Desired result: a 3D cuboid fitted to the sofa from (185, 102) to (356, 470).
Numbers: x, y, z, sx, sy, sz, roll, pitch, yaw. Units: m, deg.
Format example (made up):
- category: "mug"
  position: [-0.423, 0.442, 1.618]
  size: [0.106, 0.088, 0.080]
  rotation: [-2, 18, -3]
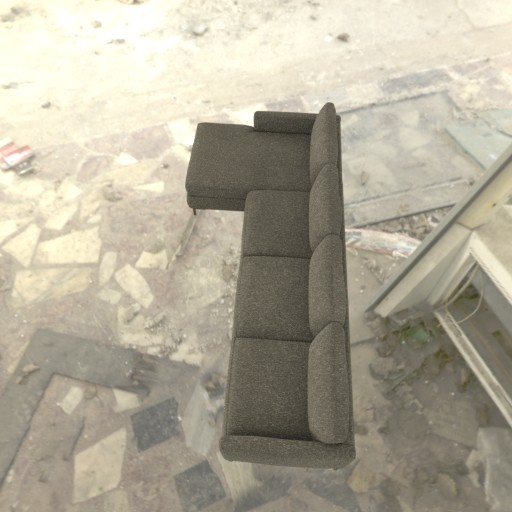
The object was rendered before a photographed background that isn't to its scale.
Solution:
- category: "sofa"
  position: [0.000, 0.000, 3.459]
  size: [1.350, 0.810, 2.932]
  rotation: [3, 58, 2]
